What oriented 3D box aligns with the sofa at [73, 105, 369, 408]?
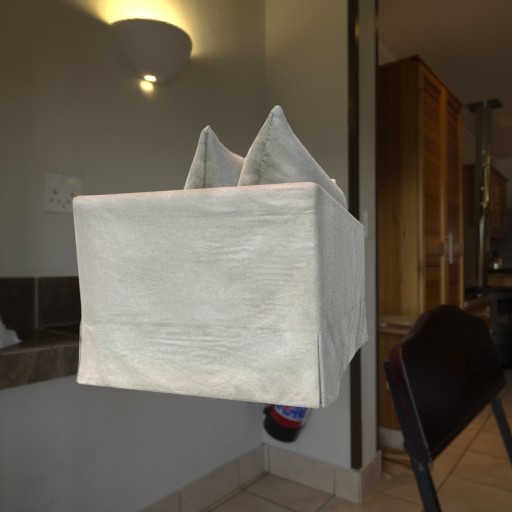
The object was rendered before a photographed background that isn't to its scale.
[{"bbox_3d":[0.000,0.000,2.314,1.035,1.040,1.608,0,-2,19],"label":"sofa"}]
